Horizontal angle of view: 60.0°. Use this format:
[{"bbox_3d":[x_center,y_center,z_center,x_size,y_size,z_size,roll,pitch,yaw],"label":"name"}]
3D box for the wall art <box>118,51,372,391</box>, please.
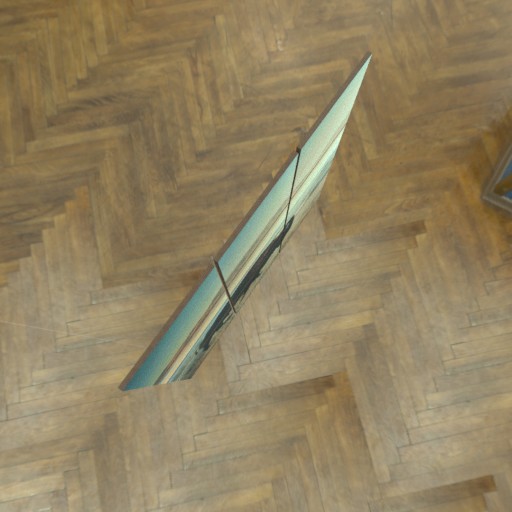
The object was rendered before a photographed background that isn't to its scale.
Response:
[{"bbox_3d":[0.000,0.000,1.367,0.018,0.904,0.906,34,78,8],"label":"wall art"}]
